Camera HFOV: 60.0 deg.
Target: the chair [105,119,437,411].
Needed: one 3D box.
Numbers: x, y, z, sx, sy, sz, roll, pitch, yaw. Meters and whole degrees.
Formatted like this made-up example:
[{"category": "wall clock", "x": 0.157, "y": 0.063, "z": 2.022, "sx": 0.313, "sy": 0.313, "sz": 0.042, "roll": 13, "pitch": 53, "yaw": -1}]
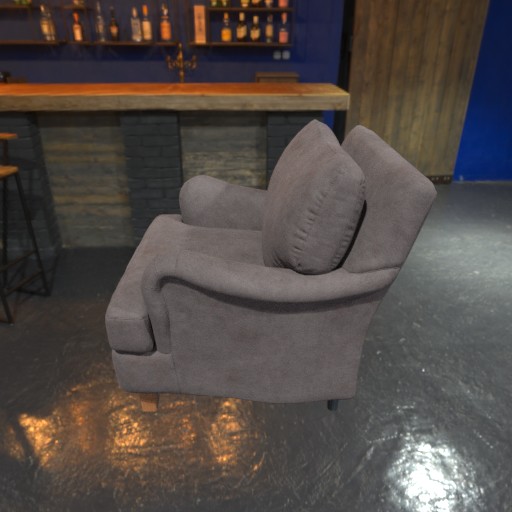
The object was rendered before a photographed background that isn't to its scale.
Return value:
[{"category": "chair", "x": 0.000, "y": 0.000, "z": 1.872, "sx": 1.070, "sy": 0.997, "sz": 0.955, "roll": 0, "pitch": 27, "yaw": 0}]
